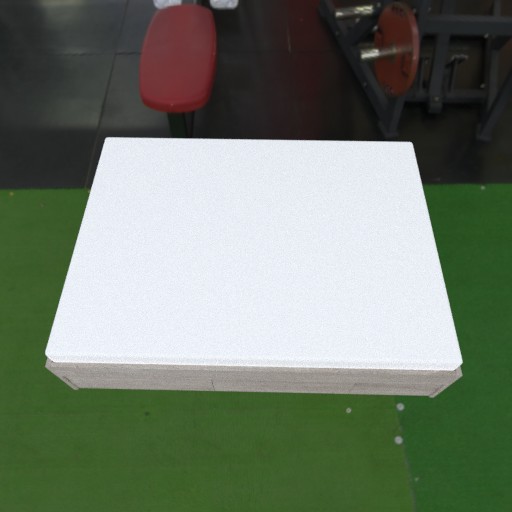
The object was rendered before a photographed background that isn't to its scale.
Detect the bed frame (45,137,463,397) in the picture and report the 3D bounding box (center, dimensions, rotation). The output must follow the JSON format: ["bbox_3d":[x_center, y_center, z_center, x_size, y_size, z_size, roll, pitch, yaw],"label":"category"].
[{"bbox_3d":[0.000,0.000,2.572,1.944,0.490,1.448,1,58,1],"label":"bed frame"}]
